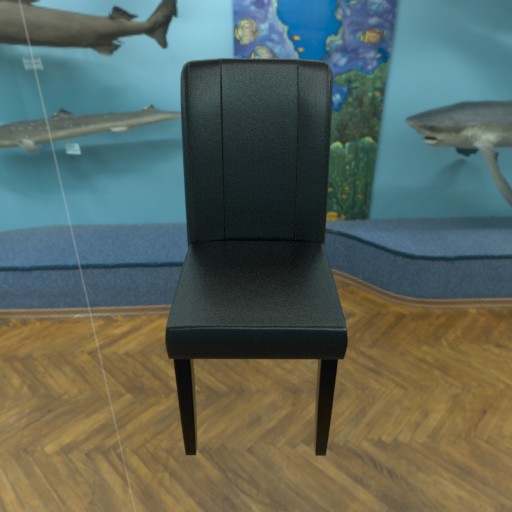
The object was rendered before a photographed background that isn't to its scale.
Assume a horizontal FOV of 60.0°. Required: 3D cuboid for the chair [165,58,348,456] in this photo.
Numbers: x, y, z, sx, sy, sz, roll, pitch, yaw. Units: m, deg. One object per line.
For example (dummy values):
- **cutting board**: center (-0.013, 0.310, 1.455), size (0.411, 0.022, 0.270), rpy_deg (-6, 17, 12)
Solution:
- **chair**: center (0.000, 0.000, 1.153), size (0.399, 0.897, 0.556), rpy_deg (0, 29, 0)
